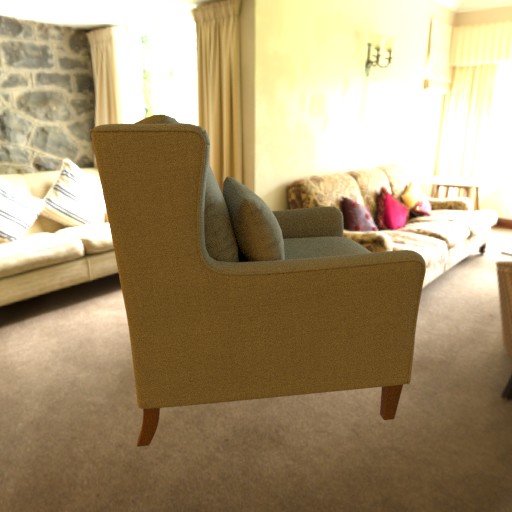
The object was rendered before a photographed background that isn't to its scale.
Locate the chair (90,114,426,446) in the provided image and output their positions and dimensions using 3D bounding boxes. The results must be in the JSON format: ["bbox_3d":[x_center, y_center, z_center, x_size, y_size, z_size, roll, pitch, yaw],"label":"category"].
[{"bbox_3d":[0.000,0.000,1.751,1.040,1.056,0.866,-3,17,-9],"label":"chair"}]
